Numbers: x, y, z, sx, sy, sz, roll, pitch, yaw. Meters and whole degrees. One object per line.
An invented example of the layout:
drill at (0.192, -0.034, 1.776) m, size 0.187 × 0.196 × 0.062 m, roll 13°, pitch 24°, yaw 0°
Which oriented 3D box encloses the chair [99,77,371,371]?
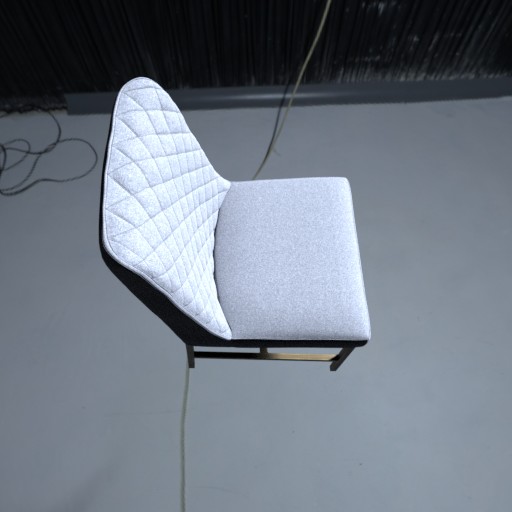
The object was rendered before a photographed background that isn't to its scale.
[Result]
chair at (0.000, 0.000, 1.237) m, size 0.587 × 0.889 × 0.508 m, roll -1°, pitch 65°, yaw -1°
